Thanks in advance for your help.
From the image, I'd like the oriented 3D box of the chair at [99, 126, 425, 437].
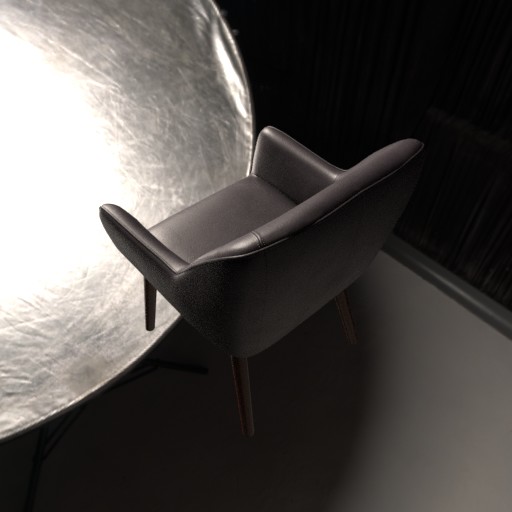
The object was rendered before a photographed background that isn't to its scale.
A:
[{"bbox_3d":[0.000,0.000,1.258,0.610,0.828,0.610,-33,55,-27],"label":"chair"}]
